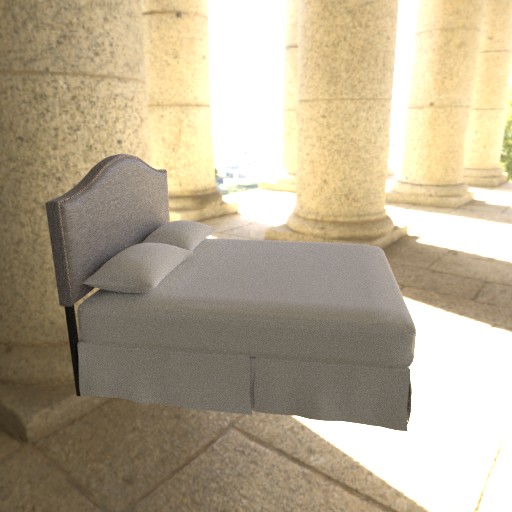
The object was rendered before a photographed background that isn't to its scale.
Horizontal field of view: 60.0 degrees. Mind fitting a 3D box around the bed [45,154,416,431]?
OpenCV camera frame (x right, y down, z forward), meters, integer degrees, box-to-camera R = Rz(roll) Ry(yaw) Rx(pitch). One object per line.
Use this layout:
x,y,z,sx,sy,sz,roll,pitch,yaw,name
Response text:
0.000,0.000,2.931,1.870,1.295,1.610,3,17,8,bed
